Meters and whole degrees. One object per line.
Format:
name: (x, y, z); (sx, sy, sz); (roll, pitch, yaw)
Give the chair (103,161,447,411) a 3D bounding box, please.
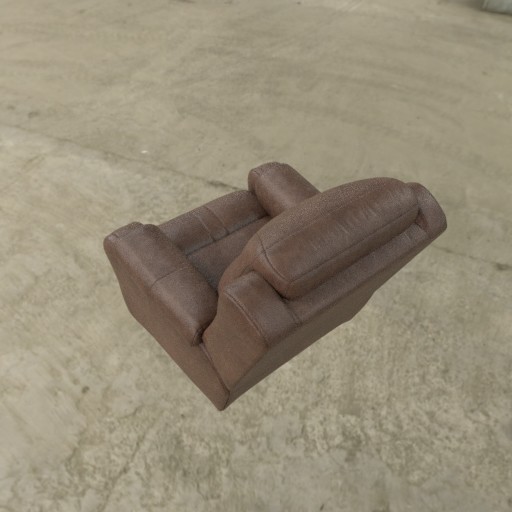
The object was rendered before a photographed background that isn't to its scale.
chair: (0.000, 0.000, 1.800); (0.940, 0.990, 1.067); (-29, 52, -25)
